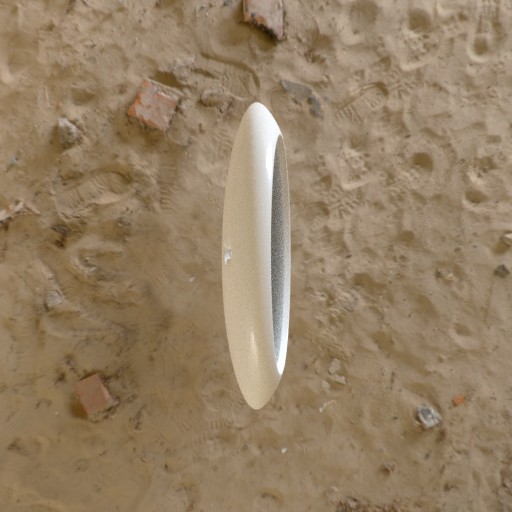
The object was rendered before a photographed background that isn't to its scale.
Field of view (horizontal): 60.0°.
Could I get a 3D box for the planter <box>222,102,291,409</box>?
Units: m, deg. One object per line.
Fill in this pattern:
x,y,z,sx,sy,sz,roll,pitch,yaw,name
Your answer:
0.000,0.000,0.283,0.043,0.188,0.185,0,89,-1,planter
